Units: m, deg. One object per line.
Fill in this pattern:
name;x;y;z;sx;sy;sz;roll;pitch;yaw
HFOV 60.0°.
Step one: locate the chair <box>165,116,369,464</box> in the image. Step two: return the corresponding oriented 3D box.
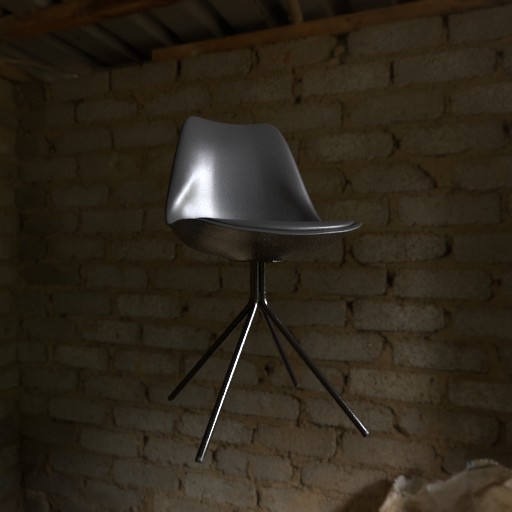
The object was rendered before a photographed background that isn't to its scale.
chair;0.000;0.000;1.174;0.461;0.850;0.525;0;1;-19
